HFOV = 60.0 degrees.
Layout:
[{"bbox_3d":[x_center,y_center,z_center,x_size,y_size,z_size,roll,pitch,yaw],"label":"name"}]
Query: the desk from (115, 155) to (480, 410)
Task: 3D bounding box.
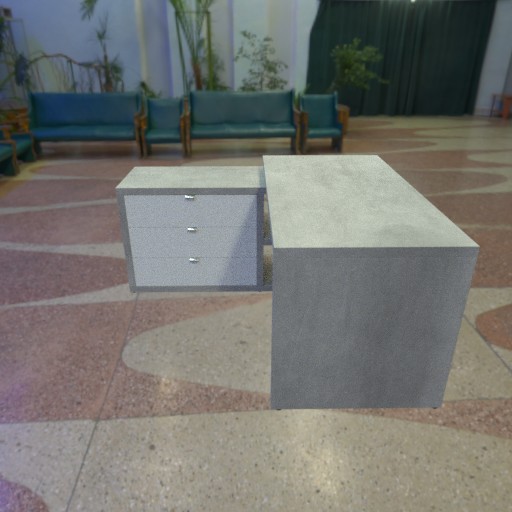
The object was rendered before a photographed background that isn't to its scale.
[{"bbox_3d":[0.000,0.000,2.285,1.500,0.740,1.400,0,26,-1],"label":"desk"}]
